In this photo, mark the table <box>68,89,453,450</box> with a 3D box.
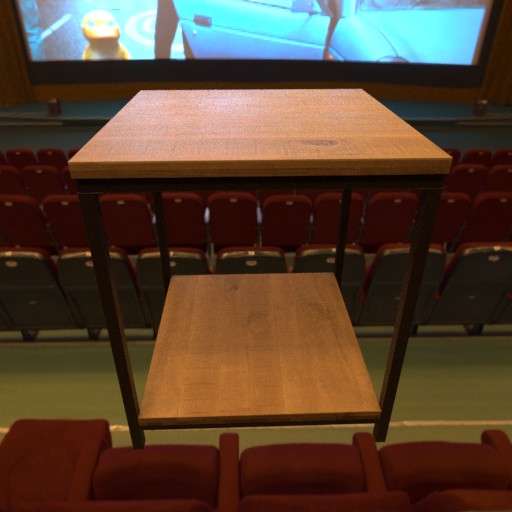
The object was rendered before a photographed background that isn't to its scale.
[{"bbox_3d":[0.000,0.000,0.949,0.507,0.589,0.503,-1,30,-2],"label":"table"}]
